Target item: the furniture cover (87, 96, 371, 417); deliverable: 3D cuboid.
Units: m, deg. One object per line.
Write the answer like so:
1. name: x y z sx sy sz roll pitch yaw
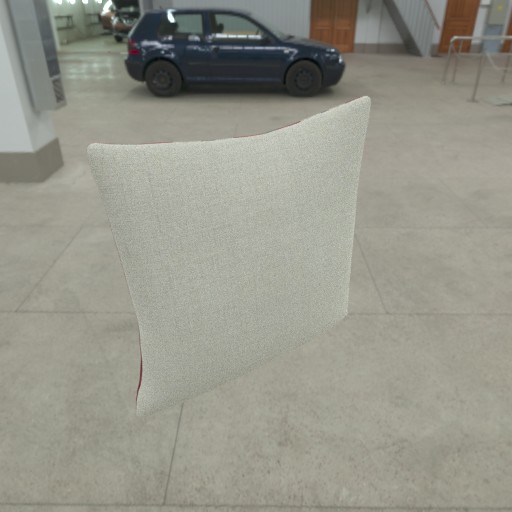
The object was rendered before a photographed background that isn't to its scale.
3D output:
1. furniture cover: 0.000 0.000 0.669 0.435 0.420 0.145 -19 35 -30
